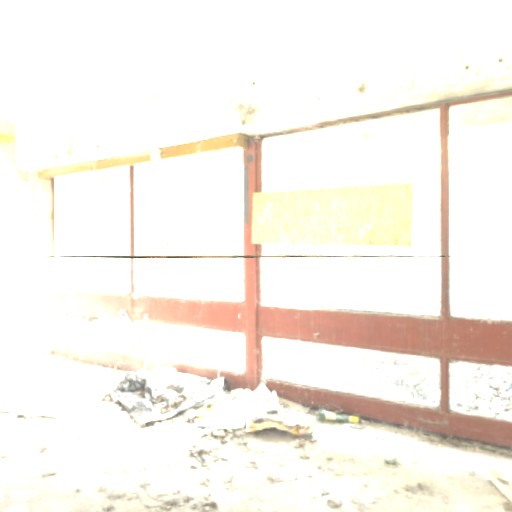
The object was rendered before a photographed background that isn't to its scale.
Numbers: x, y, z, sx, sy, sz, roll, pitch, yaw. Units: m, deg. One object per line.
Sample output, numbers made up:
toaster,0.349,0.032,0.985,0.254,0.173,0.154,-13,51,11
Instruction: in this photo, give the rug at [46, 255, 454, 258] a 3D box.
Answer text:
rug,0.000,0.000,2.988,2.311,0.010,1.522,0,0,-37
